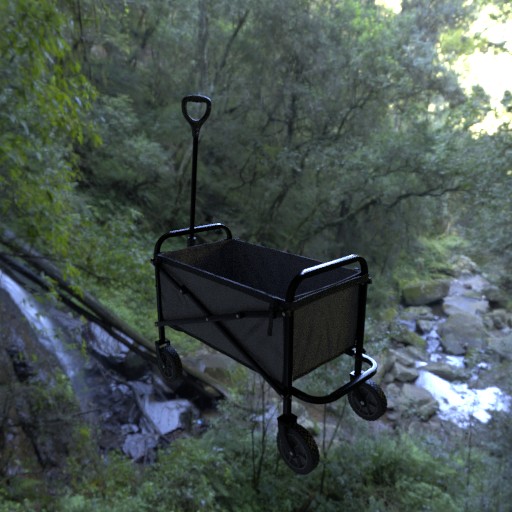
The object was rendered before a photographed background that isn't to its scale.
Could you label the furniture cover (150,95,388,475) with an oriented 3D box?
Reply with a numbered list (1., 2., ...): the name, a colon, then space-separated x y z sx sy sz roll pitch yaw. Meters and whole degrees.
1. furniture cover: 0.000 0.000 1.830 0.532 1.295 1.038 -14 21 -41
